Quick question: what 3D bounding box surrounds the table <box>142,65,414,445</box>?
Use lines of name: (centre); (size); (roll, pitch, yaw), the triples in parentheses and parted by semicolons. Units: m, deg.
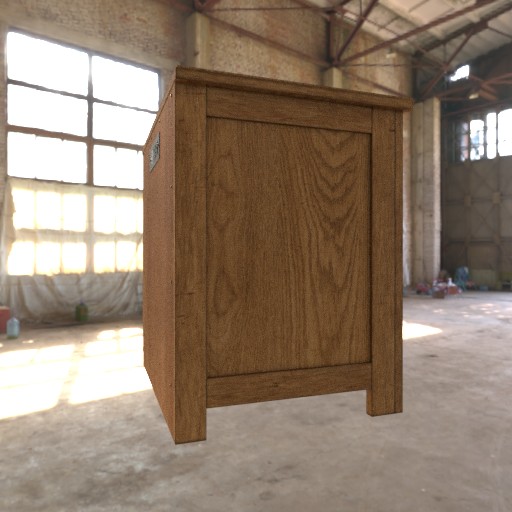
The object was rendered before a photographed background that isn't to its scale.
table: (0.000, 0.000, 1.086); (0.494, 0.625, 0.601); (0, 0, -19)
